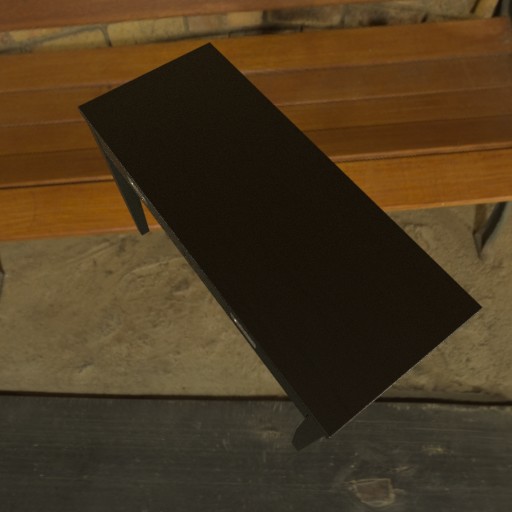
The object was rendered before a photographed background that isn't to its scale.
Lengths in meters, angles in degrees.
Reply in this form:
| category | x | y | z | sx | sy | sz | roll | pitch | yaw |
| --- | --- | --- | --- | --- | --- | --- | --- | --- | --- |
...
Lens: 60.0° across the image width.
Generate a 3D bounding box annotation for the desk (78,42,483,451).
| category | x | y | z | sx | sy | sz | roll | pitch | yaw |
| --- | --- | --- | --- | --- | --- | --- | --- | --- | --- |
| desk | 0.000 | 0.000 | 1.602 | 0.508 | 0.775 | 1.220 | -34 | 68 | -15 |
